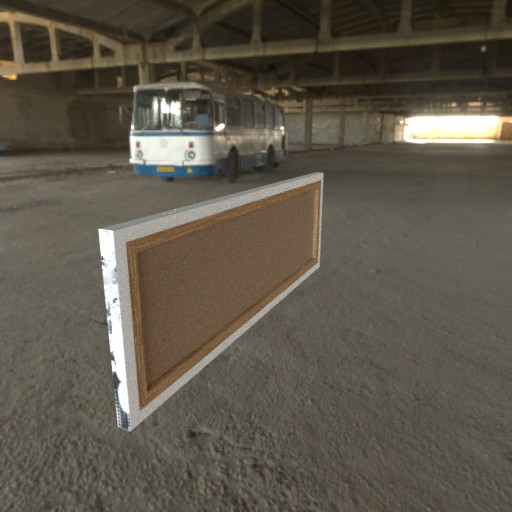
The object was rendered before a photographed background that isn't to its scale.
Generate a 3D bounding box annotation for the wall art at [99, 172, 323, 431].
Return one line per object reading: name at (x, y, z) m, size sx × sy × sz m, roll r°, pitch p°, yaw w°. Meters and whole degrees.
wall art at (0.000, 0.000, 1.693) m, size 0.044 × 0.507 × 1.520 m, roll 7°, pitch 17°, yaw 25°
